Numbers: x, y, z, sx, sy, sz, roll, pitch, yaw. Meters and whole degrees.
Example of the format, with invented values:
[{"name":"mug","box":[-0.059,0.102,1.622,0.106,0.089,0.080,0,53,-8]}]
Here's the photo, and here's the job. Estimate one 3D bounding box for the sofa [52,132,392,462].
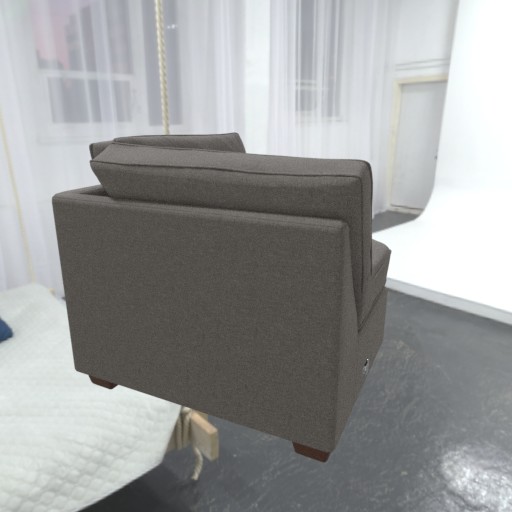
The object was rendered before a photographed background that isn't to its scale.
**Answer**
[{"name":"sofa","box":[0.000,0.000,1.808,1.050,0.951,1.042,9,19,26]}]
